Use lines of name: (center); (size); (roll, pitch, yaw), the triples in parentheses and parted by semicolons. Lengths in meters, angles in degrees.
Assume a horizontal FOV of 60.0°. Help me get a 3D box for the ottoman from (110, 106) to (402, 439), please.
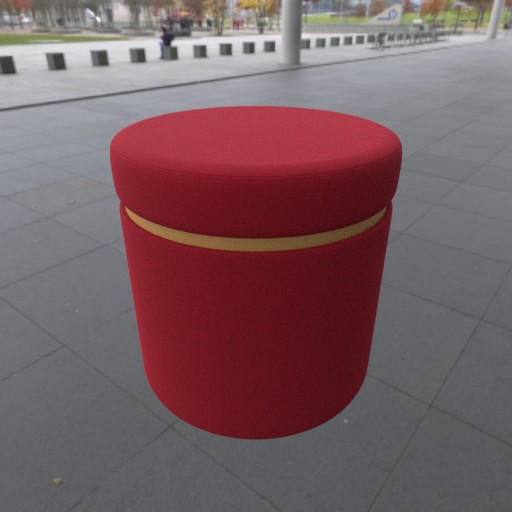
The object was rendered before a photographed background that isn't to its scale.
ottoman: (0.000, 0.000, 0.714); (0.400, 0.406, 0.400); (0, 28, 0)
